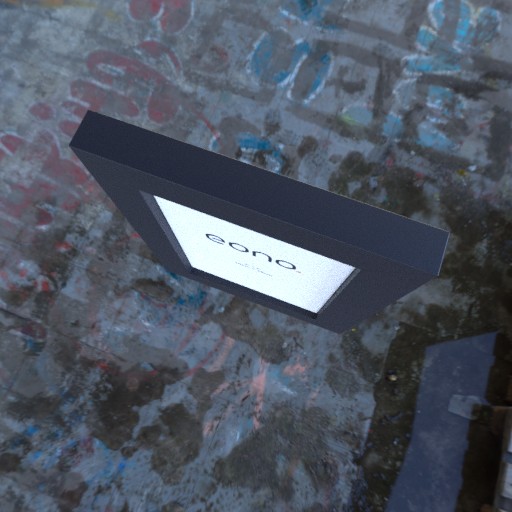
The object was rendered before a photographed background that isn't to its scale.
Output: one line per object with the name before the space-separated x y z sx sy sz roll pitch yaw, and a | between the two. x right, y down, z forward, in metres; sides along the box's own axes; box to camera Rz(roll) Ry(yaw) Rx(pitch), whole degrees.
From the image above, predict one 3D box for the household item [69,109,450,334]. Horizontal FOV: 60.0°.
household item | 0.000 0.000 0.236 0.133 0.178 0.022 20 75 6
